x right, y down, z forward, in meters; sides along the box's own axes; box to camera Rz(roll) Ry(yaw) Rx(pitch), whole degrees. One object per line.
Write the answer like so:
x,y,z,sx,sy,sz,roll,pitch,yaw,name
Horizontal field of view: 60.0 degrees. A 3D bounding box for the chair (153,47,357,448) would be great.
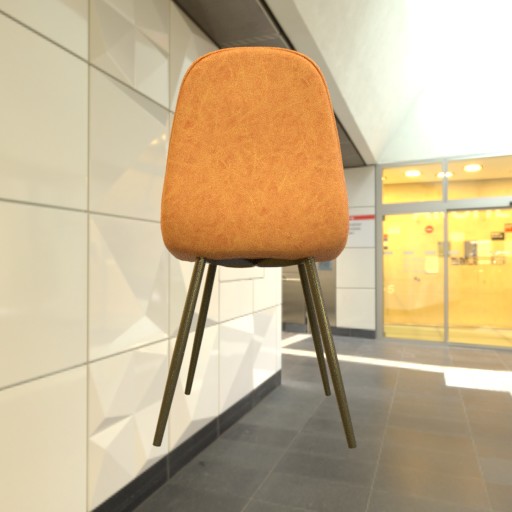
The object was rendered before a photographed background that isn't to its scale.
0.000,0.000,1.215,0.472,0.889,0.561,0,-1,1,chair
